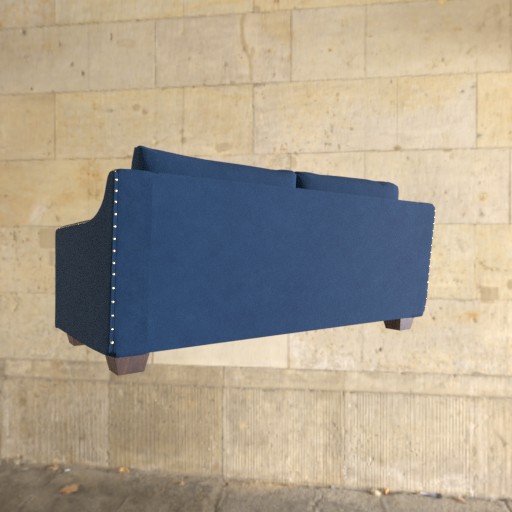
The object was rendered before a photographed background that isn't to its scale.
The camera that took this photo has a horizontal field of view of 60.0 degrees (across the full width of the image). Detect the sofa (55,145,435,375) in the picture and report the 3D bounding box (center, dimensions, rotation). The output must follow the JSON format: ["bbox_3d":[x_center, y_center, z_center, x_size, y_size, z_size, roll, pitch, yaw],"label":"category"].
[{"bbox_3d":[0.000,0.000,2.732,2.107,0.983,1.104,0,0,-36],"label":"sofa"}]
